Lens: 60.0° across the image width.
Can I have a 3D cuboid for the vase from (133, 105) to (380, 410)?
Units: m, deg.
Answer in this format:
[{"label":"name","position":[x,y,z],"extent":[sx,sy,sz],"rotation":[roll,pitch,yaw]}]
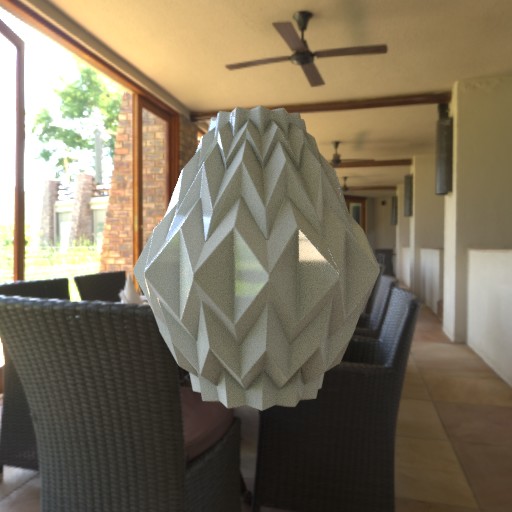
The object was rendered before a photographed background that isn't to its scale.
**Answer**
[{"label":"vase","position":[0.000,0.000,0.303],"extent":[0.164,0.185,0.164],"rotation":[0,1,0]}]
